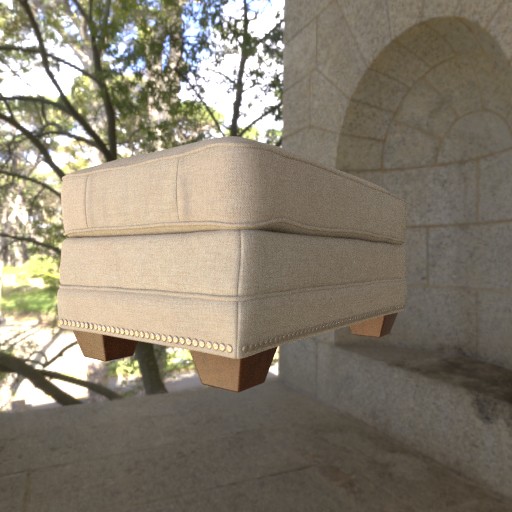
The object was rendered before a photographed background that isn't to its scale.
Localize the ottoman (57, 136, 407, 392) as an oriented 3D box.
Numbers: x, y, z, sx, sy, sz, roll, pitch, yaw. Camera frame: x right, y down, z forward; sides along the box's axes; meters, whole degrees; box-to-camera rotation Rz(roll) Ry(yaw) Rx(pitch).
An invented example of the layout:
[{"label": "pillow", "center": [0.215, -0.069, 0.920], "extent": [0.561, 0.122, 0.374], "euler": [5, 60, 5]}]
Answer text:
[{"label": "ottoman", "center": [0.000, 0.000, 1.152], "extent": [0.559, 0.458, 0.813], "euler": [0, 0, 37]}]
